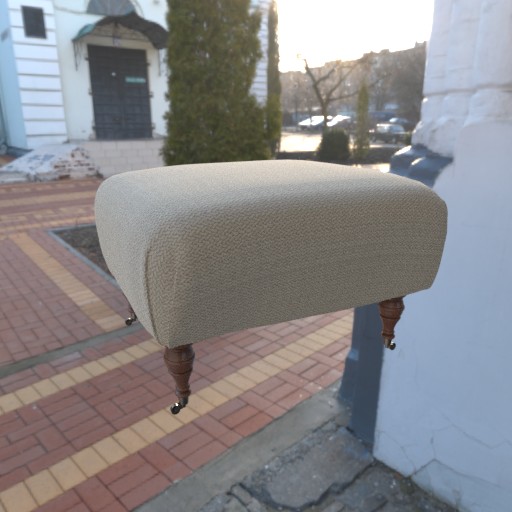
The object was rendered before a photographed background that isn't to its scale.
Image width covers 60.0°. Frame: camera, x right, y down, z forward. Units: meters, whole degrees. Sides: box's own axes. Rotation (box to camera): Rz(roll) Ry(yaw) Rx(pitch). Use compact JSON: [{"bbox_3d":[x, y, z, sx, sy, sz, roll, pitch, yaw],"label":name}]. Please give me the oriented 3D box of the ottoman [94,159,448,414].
[{"bbox_3d":[0.000,0.000,1.093,0.684,0.447,0.622,-8,19,-26],"label":"ottoman"}]
